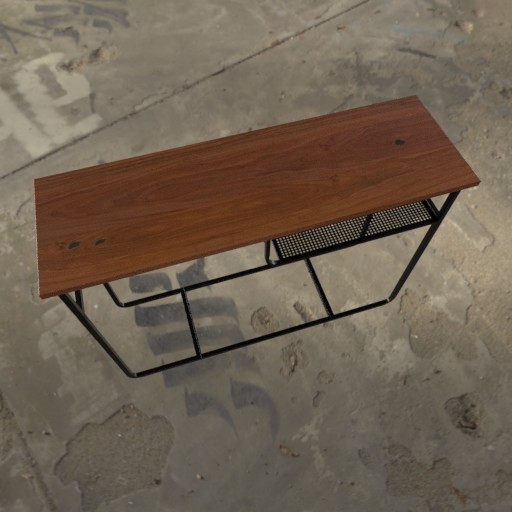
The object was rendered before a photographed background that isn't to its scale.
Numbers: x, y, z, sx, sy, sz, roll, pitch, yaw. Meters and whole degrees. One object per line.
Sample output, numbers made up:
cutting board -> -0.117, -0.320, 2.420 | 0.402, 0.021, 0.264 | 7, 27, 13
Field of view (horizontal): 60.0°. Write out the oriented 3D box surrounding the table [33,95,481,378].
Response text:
table -> 0.000, 0.000, 1.458 | 1.100, 0.750, 0.350 | -15, 60, -9
